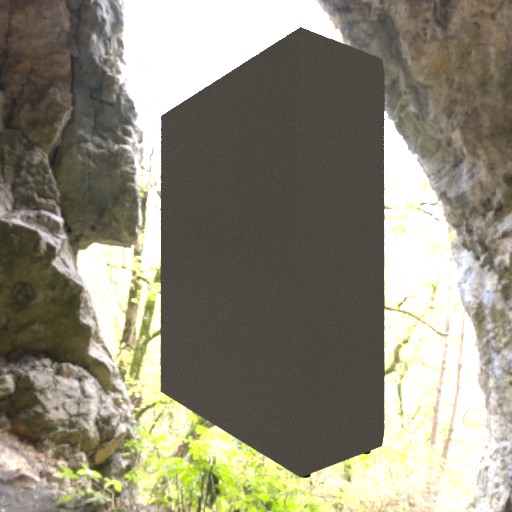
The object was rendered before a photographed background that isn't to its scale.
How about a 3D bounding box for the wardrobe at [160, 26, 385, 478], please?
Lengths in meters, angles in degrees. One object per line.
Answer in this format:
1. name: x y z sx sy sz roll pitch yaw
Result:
1. wardrobe: 0.000 0.000 1.627 0.360 1.200 0.900 0 0 -36
